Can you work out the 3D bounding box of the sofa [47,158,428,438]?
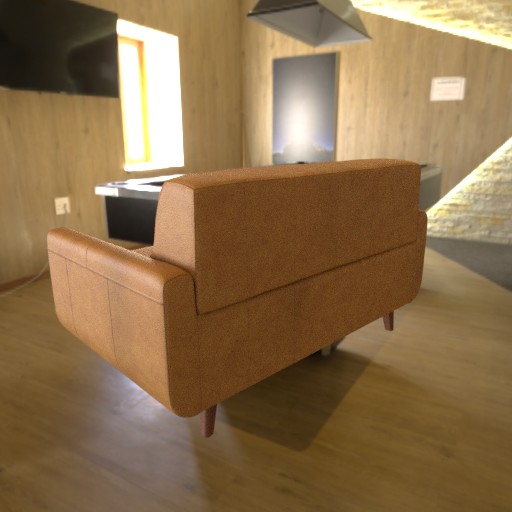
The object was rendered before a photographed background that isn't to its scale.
[{"bbox_3d":[0.000,0.000,2.178,1.651,0.925,0.952,-15,21,-42],"label":"sofa"}]
